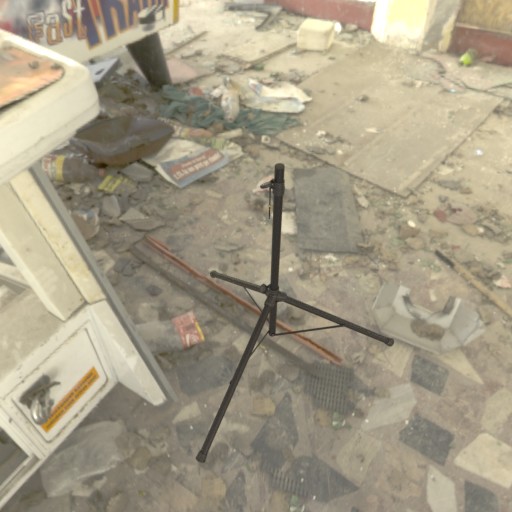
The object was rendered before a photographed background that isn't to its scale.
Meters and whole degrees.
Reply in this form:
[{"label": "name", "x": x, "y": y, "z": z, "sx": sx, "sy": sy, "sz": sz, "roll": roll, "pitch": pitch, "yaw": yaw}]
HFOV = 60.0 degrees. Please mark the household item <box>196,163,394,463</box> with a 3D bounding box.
[{"label": "household item", "x": 0.000, "y": 0.000, "z": 2.762, "sx": 1.596, "sy": 1.595, "sz": 1.339, "roll": -23, "pitch": 50, "yaw": -21}]
